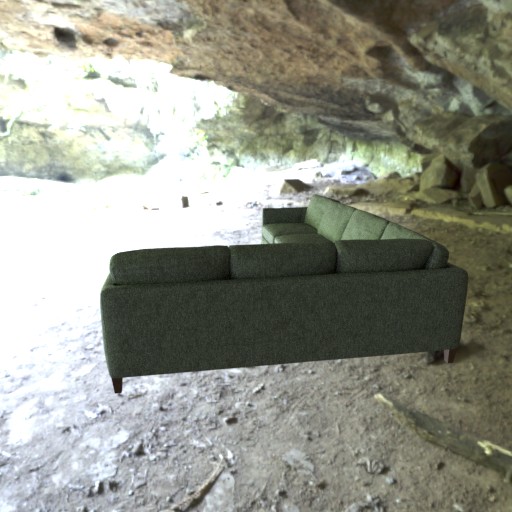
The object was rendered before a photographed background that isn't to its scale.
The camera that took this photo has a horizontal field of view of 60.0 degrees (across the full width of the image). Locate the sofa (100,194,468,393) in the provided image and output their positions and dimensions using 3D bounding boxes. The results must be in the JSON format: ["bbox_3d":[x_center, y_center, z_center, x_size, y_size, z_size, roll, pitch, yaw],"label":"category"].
[{"bbox_3d":[0.000,0.000,4.575,2.593,0.947,3.302,-3,15,-9],"label":"sofa"}]
